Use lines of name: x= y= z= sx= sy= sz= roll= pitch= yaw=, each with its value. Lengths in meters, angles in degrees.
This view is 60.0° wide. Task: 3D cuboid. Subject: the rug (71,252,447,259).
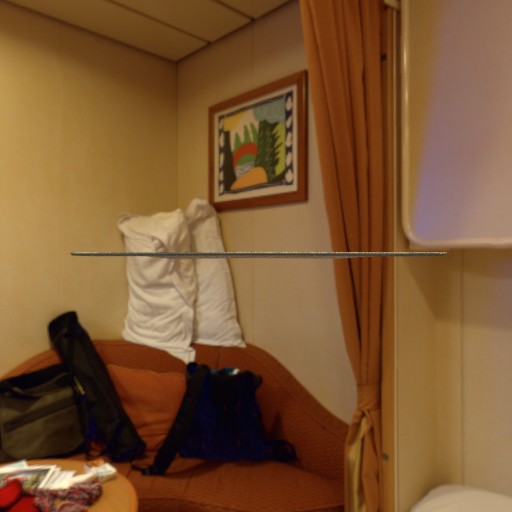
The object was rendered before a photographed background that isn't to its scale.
rug: x=0.000 y=0.000 z=3.068 sx=1.624 sy=0.030 sz=2.349 roll=0 pitch=-1 yaw=-1
